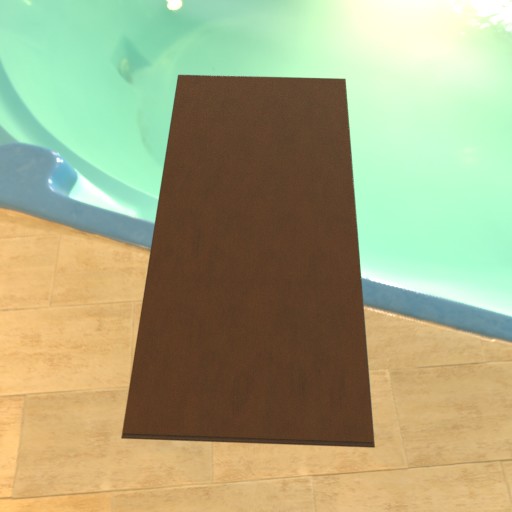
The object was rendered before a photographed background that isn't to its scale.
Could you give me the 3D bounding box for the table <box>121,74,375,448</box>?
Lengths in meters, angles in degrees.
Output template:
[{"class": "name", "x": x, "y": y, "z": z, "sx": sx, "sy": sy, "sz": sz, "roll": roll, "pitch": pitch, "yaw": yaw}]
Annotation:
[{"class": "table", "x": 0.000, "y": 0.000, "z": 1.502, "sx": 0.594, "sy": 0.459, "sz": 1.197, "roll": 2, "pitch": 64, "yaw": 1}]
